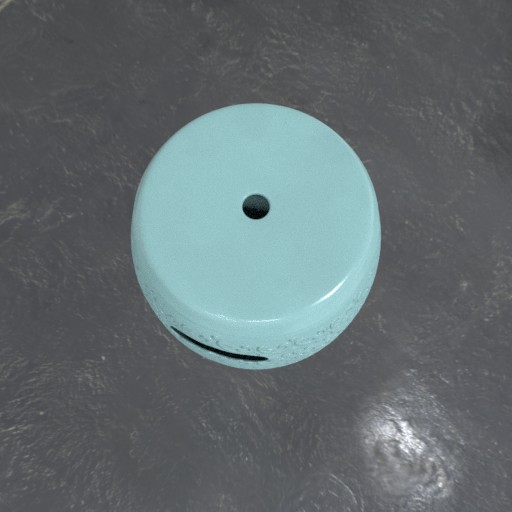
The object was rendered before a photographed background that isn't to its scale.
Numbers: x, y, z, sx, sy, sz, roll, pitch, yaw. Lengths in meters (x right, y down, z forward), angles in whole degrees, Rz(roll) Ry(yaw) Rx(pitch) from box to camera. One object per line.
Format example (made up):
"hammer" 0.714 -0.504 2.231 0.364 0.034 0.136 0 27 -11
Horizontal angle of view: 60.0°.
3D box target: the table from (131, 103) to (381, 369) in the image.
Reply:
"table" 0.000 0.000 0.624 0.309 0.397 0.309 0 75 0
